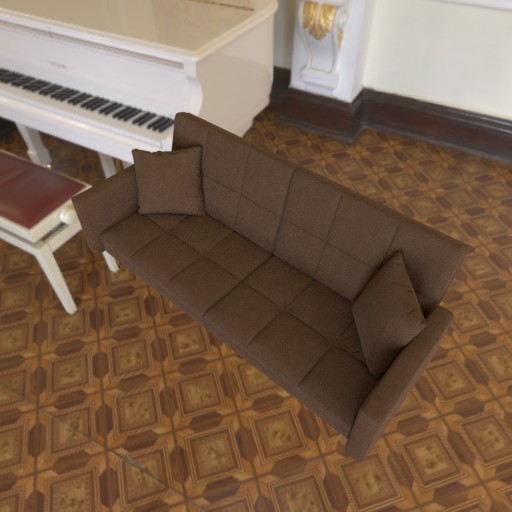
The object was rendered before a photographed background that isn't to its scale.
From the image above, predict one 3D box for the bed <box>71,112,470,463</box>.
[{"bbox_3d":[0.000,0.000,2.302,1.905,0.787,0.889,32,54,27],"label":"bed"}]
